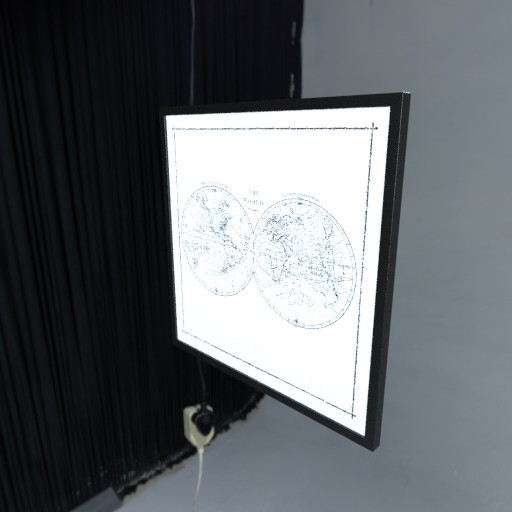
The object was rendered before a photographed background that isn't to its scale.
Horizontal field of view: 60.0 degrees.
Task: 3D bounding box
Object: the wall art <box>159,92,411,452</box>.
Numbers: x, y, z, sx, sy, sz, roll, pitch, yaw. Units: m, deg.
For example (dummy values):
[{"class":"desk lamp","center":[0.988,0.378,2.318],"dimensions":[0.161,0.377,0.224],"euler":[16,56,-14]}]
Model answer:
[{"class":"wall art","center":[0.000,0.000,1.178],"dimensions":[0.773,0.775,0.031],"euler":[15,21,42]}]
